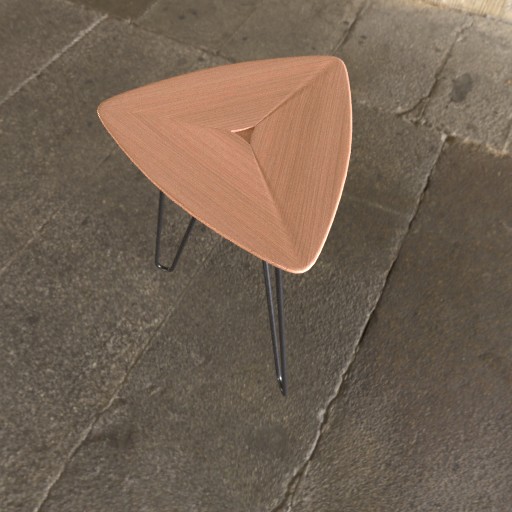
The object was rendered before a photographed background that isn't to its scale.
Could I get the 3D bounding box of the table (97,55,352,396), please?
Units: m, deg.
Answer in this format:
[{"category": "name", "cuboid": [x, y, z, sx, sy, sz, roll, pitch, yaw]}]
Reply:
[{"category": "table", "cuboid": [0.000, 0.000, 0.903, 0.442, 0.564, 0.455, -15, 60, -9]}]
